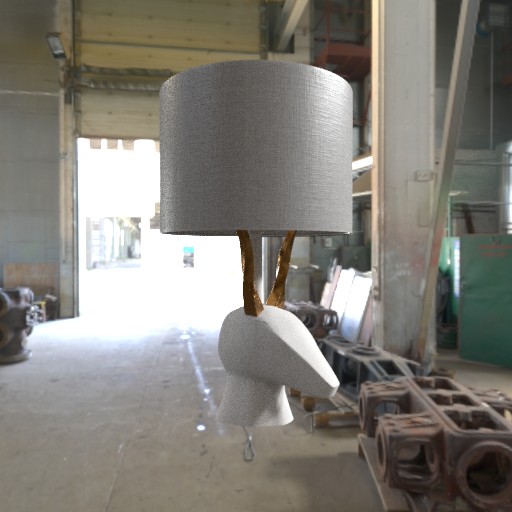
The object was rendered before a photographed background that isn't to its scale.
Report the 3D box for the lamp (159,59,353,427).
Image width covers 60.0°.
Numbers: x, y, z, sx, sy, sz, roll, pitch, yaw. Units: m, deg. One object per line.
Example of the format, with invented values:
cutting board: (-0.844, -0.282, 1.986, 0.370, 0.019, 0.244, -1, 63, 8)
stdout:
lamp: (0.000, 0.000, 0.703, 0.298, 0.503, 0.298, 1, 1, 37)
